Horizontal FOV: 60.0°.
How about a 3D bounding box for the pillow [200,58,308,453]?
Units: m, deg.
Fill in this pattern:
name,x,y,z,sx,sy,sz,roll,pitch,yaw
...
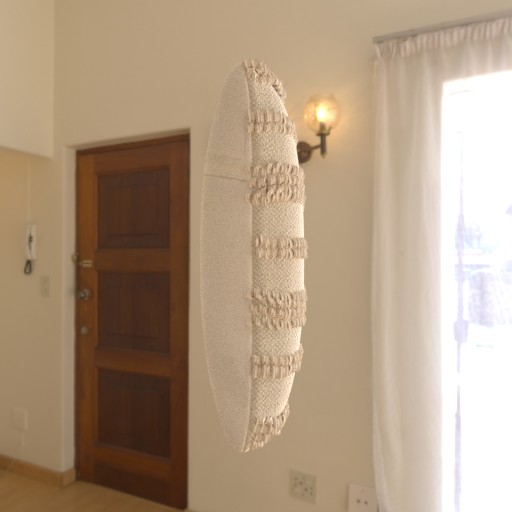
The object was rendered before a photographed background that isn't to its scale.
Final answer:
name,x,y,z,sx,sy,sz,roll,pitch,yaw
pillow,0.000,0.000,0.676,0.145,0.427,0.437,0,0,1
